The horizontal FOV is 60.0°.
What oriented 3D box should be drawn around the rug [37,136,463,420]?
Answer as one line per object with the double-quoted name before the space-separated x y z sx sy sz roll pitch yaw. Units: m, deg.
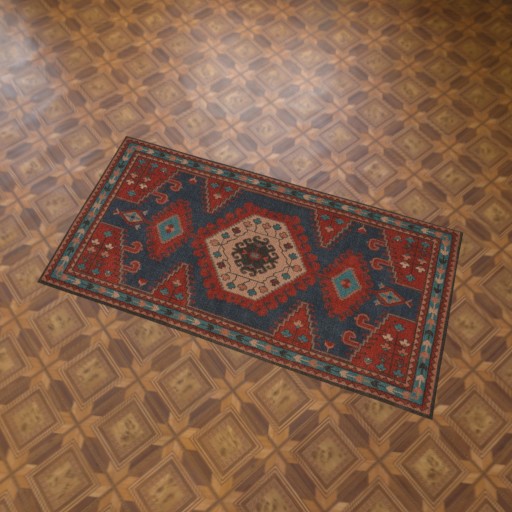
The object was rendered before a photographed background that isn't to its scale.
"rug" 0.000 0.000 3.492 3.032 0.034 1.522 17 65 8
